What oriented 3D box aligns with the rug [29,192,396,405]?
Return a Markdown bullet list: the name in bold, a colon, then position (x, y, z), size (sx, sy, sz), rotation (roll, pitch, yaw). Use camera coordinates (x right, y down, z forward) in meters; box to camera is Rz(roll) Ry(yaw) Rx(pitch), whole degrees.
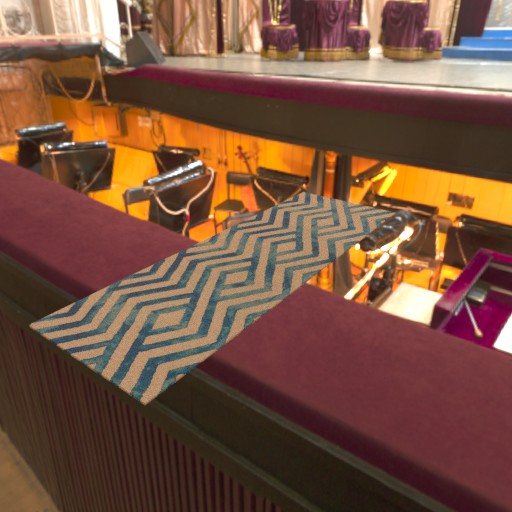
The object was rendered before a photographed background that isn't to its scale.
- **rug**: position (0.000, 0.000, 1.661), size (0.503, 0.007, 1.492), rotation (19, 32, 33)
